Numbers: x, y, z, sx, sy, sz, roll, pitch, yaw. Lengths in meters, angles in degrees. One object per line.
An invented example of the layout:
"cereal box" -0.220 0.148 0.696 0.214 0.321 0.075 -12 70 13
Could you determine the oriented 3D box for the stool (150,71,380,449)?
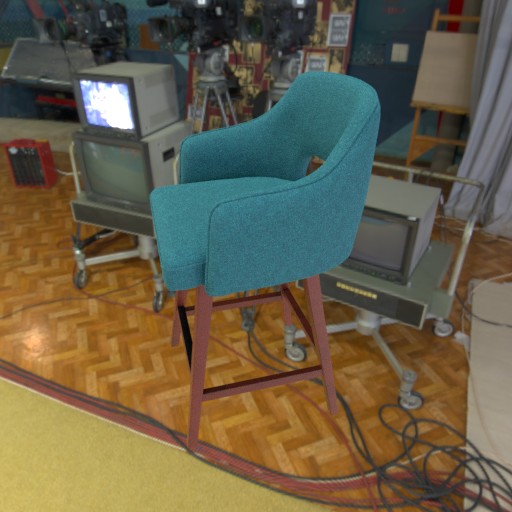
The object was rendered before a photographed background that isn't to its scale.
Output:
"stool" 0.000 0.000 1.304 0.556 0.961 0.548 -8 32 -13
